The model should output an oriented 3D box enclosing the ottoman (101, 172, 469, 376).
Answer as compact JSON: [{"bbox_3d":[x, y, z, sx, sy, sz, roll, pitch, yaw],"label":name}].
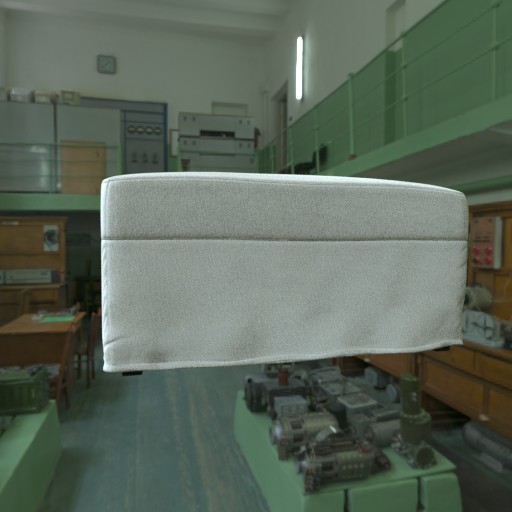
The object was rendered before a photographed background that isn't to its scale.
[{"bbox_3d":[0.000,0.000,1.322,0.842,0.441,0.843,0,2,-16],"label":"ottoman"}]
